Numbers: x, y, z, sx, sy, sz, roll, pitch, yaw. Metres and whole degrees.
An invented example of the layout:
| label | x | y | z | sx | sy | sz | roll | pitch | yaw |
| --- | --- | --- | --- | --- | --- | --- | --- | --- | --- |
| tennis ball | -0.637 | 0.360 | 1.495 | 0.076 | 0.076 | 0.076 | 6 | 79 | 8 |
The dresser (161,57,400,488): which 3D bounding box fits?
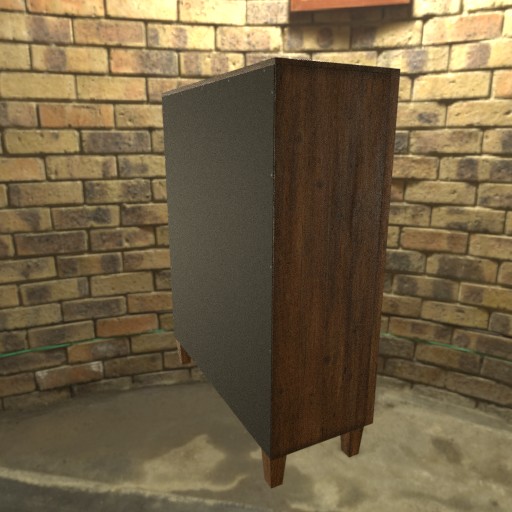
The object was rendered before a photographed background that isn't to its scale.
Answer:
| label | x | y | z | sx | sy | sz | roll | pitch | yaw |
| --- | --- | --- | --- | --- | --- | --- | --- | --- | --- |
| dresser | 0.000 | 0.000 | 1.864 | 0.438 | 1.359 | 1.067 | -8 | 17 | -26 |
